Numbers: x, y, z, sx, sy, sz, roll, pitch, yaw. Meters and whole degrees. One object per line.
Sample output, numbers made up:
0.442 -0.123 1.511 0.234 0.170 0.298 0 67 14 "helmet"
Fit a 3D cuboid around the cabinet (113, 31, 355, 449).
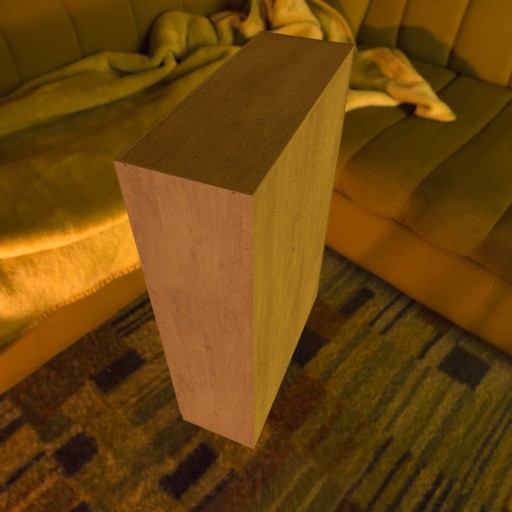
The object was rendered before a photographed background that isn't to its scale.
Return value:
0.000 0.000 2.480 0.510 1.910 1.290 16 48 16 "cabinet"
